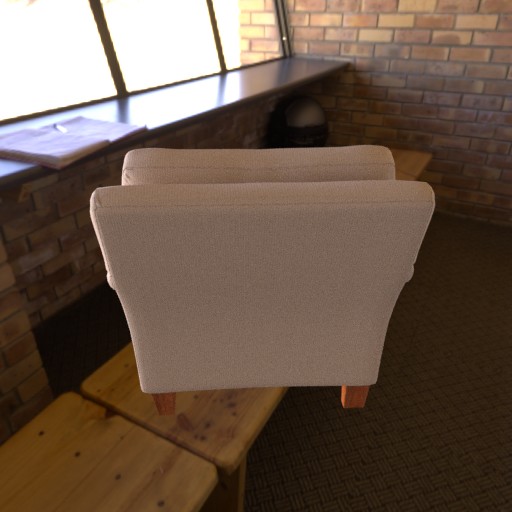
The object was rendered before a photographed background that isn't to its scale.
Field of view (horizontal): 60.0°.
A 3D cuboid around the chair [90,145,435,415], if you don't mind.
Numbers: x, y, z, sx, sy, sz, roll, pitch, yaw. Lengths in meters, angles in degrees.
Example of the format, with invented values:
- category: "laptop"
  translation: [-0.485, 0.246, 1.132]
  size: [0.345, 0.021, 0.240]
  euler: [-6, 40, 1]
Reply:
- category: "chair"
  translation: [0.000, 0.000, 1.784]
  size: [0.955, 1.038, 1.070]
  euler: [-1, 30, -2]
